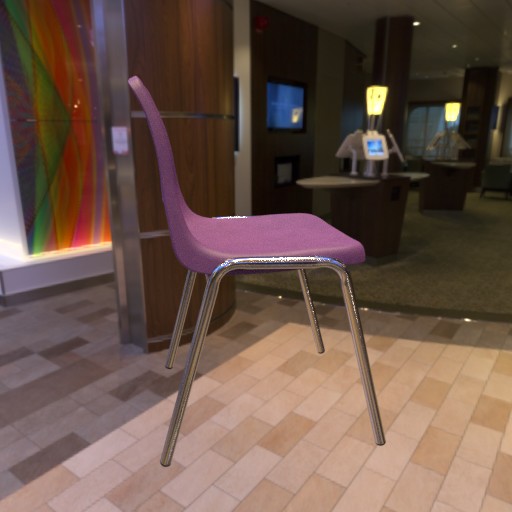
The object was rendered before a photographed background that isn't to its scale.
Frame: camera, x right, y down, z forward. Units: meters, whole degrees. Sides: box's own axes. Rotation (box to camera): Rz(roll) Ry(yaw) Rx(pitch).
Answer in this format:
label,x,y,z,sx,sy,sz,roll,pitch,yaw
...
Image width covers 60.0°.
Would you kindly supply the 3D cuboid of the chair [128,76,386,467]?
label,x,y,z,sx,sy,sz,roll,pitch,yaw
chair,0.000,0.000,0.883,0.432,0.654,0.381,-3,16,-9
